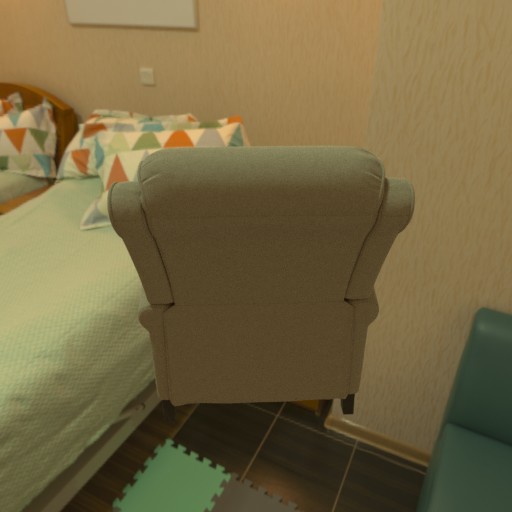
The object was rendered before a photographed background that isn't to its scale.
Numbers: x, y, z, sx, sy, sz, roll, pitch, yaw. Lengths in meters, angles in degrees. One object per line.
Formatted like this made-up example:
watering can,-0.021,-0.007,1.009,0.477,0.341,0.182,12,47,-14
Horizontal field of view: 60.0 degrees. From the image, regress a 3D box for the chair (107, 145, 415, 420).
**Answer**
chair,0.000,0.000,1.723,0.859,1.046,0.919,-1,30,-2
